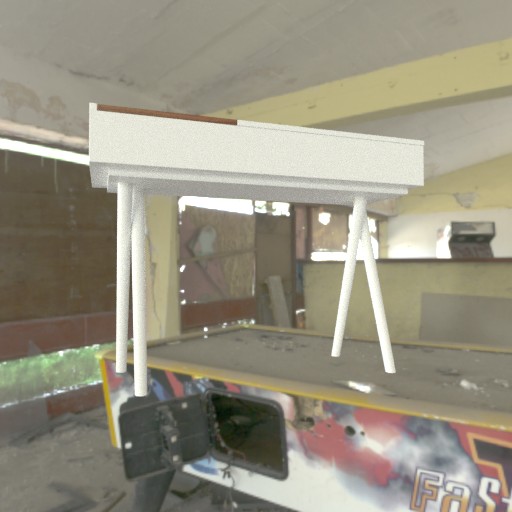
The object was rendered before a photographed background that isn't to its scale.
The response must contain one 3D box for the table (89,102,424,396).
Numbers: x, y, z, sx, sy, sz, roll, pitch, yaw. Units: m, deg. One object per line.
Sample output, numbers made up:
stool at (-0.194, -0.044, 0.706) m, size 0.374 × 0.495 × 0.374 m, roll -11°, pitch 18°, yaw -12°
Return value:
table at (0.000, 0.000, 1.520) m, size 1.066 × 0.785 × 0.418 m, roll 0°, pitch -1°, yaw -19°
